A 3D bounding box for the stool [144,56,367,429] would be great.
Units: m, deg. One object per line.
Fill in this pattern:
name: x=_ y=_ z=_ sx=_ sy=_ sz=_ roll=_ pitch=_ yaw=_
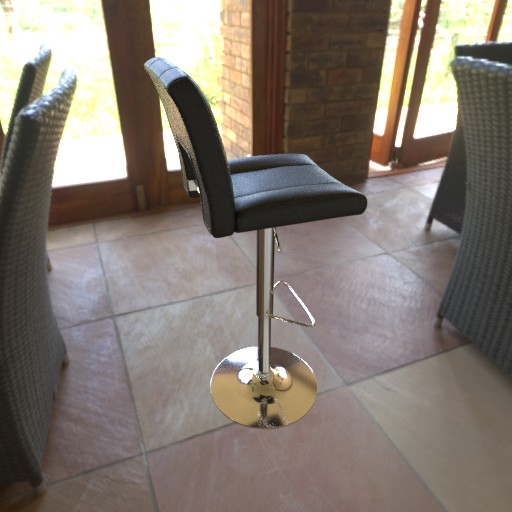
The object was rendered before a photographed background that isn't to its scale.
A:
stool: x=0.000 y=0.000 z=1.405 sx=0.520 sy=1.151 sz=0.415 roll=-10 pitch=32 yaw=-17
